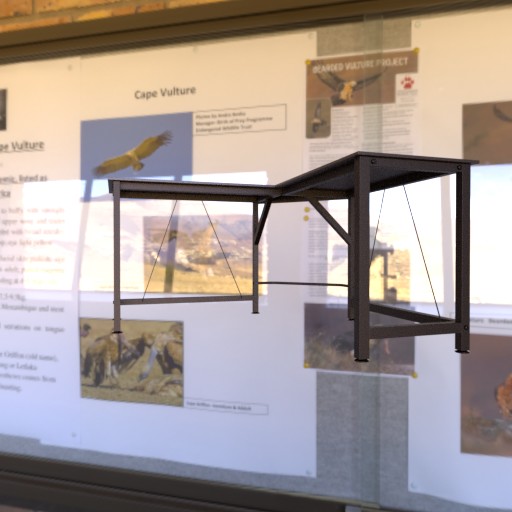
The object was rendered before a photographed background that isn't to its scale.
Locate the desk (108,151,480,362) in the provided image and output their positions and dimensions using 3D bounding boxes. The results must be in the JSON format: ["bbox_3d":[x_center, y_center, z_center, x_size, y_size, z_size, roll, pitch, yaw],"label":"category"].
[{"bbox_3d":[0.000,0.000,2.202,1.400,0.762,1.400,0,1,-18],"label":"desk"}]
